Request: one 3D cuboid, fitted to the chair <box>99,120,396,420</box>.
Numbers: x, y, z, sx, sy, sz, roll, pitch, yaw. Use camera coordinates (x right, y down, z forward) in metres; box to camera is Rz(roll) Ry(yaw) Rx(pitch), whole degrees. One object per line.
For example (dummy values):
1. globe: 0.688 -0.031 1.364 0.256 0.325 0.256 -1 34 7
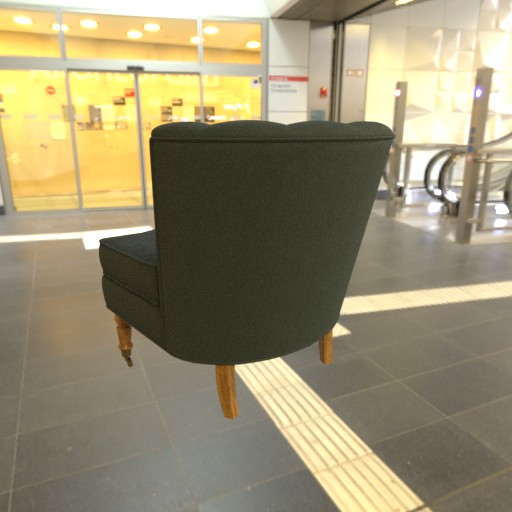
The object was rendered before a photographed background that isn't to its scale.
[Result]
1. chair: 0.000 0.000 1.326 0.740 0.771 0.718 -15 22 -41
